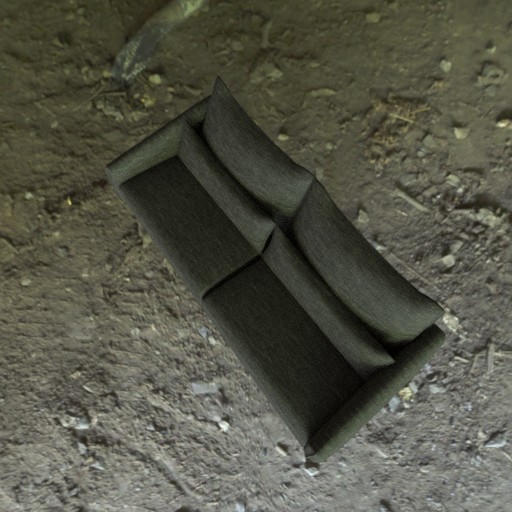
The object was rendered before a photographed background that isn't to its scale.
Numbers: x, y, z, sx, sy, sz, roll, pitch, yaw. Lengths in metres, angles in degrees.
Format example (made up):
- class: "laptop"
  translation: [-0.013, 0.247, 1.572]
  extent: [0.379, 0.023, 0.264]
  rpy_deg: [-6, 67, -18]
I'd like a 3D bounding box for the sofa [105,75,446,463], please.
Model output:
- class: "sofa"
  translation: [0.000, 0.000, 2.426]
  extent: [0.807, 0.843, 2.019]
  rpy_deg: [-34, 69, -15]
